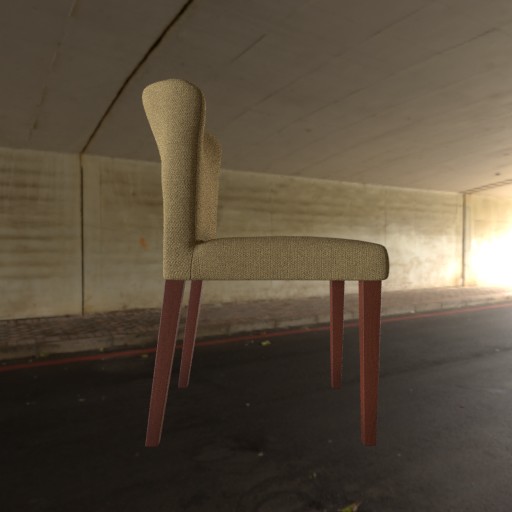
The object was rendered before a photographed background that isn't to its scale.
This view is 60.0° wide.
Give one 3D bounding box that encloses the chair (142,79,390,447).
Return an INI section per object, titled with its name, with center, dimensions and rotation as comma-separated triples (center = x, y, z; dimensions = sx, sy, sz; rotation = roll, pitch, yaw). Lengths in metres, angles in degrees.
[chair]
center = 0.000, 0.000, 1.196
dimensions = 0.589, 0.839, 0.491
rotation = 0, 1, 0
